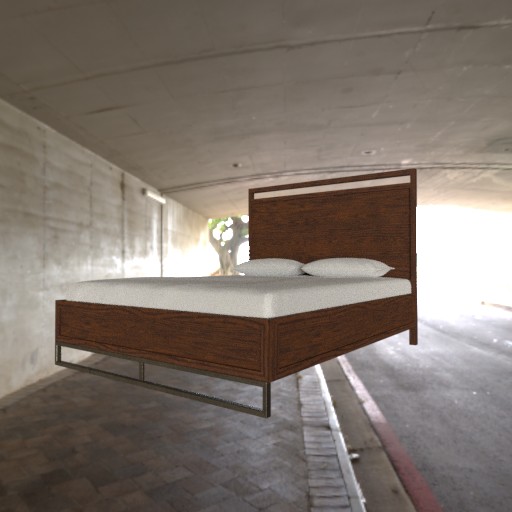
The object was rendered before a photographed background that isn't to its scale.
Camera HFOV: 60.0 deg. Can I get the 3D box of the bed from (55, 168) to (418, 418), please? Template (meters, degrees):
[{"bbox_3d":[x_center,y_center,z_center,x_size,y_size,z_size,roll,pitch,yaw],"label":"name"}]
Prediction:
[{"bbox_3d":[0.000,0.000,3.386,1.765,1.487,2.218,-1,-1,36],"label":"bed"}]
